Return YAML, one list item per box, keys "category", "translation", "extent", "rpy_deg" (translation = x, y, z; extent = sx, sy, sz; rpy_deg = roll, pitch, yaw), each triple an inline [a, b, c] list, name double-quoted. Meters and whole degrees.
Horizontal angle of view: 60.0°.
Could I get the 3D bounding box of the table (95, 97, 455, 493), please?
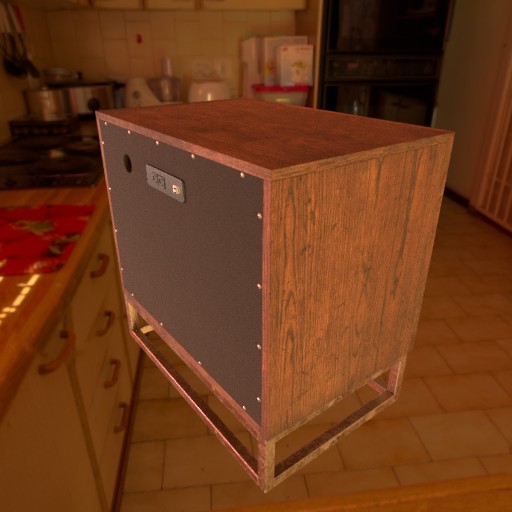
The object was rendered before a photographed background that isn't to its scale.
- category: "table"
  translation: [0.000, 0.000, 1.249]
  extent: [0.542, 0.746, 0.767]
  rpy_deg: [-19, 32, -33]
